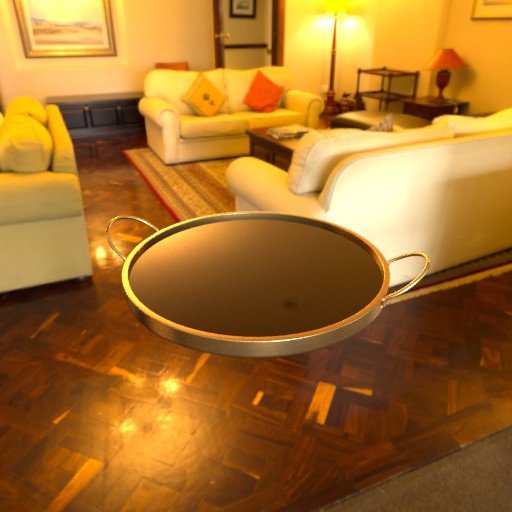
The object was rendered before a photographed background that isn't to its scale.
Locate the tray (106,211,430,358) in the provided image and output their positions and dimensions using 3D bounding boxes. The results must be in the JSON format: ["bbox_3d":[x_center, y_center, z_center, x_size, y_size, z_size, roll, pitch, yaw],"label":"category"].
[{"bbox_3d":[0.000,0.000,0.745,0.543,0.069,0.438,8,29,15],"label":"tray"}]
